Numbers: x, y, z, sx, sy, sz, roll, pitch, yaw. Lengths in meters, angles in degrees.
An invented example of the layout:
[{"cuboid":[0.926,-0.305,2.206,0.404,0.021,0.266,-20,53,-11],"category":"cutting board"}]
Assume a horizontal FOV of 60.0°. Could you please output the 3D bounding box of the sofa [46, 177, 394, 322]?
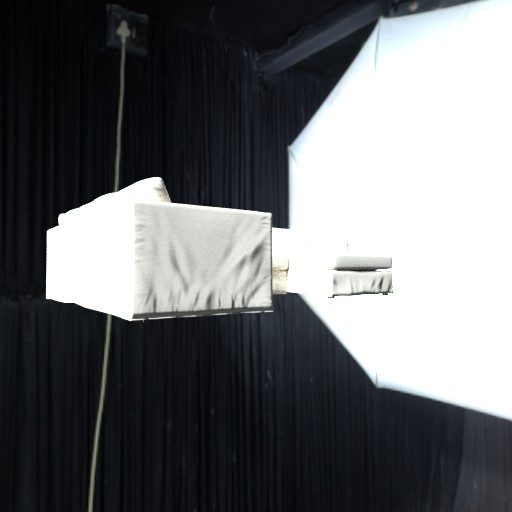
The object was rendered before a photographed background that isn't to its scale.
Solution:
[{"cuboid":[0.000,0.000,4.474,3.460,0.882,2.427,1,-2,-36],"category":"sofa"}]
